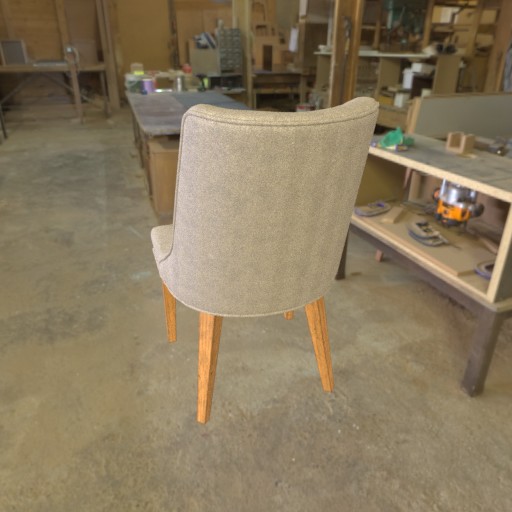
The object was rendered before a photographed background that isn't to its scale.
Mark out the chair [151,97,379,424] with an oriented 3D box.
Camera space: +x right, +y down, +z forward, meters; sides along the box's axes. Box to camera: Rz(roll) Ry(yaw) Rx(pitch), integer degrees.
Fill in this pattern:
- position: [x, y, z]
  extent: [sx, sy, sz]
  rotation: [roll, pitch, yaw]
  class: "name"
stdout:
- position: [0.000, 0.000, 1.296]
  extent: [0.548, 0.916, 0.636]
  rotation: [-8, 28, -16]
  class: "chair"
